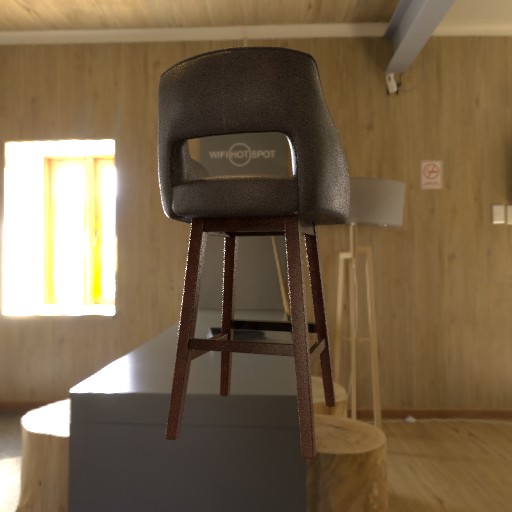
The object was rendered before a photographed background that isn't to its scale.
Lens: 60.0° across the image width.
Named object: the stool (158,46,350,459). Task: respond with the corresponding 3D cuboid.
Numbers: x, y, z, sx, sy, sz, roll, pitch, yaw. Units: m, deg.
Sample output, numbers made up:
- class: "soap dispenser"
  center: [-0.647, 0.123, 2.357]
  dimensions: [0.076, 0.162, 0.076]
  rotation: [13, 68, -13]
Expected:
- class: "stool"
  center: [0.000, 0.000, 1.367]
  dimensions: [0.550, 1.041, 0.560]
  rotation: [0, 0, 17]
